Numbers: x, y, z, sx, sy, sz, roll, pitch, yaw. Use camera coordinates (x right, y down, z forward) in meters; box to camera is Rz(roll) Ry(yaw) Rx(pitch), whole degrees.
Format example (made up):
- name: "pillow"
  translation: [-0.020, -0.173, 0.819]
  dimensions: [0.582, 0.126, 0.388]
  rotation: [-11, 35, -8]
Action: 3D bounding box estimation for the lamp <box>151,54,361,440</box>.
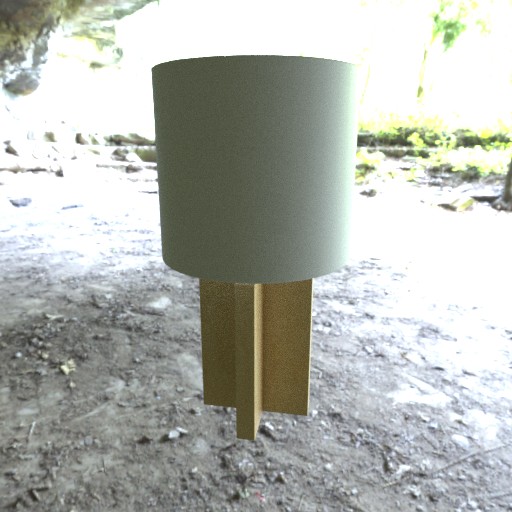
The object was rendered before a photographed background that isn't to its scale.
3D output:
- name: "lamp"
  translation: [0.000, 0.000, 0.552]
  dimensions: [0.229, 0.428, 0.229]
  rotation: [3, 16, 10]
